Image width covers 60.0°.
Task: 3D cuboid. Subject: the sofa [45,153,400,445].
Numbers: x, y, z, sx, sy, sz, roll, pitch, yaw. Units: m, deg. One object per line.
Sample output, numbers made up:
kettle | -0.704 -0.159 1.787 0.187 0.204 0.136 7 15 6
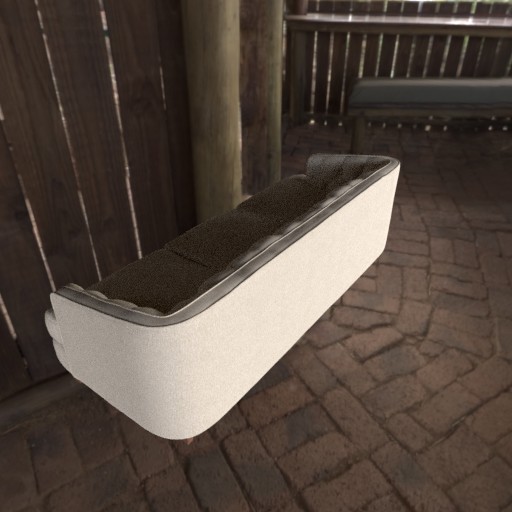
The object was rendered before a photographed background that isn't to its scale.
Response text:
sofa | 0.000 0.000 2.657 0.913 0.788 2.235 22 38 31
